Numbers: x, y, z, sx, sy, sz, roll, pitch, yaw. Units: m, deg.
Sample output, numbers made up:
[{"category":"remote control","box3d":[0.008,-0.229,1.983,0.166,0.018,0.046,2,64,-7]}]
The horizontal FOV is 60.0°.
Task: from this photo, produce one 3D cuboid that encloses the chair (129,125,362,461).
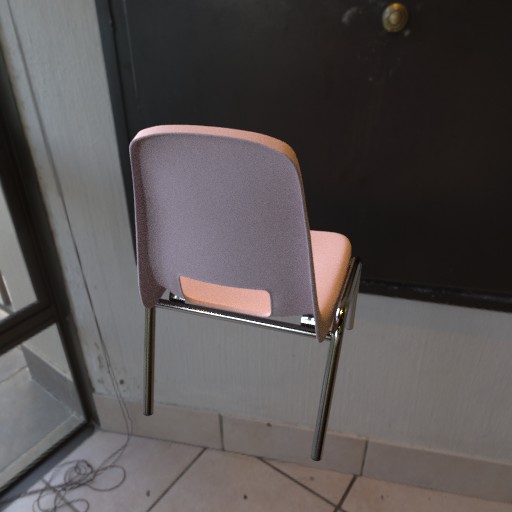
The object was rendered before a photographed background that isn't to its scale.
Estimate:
[{"category":"chair","box3d":[0.000,0.000,0.773,0.354,0.536,0.385,9,32,15]}]
